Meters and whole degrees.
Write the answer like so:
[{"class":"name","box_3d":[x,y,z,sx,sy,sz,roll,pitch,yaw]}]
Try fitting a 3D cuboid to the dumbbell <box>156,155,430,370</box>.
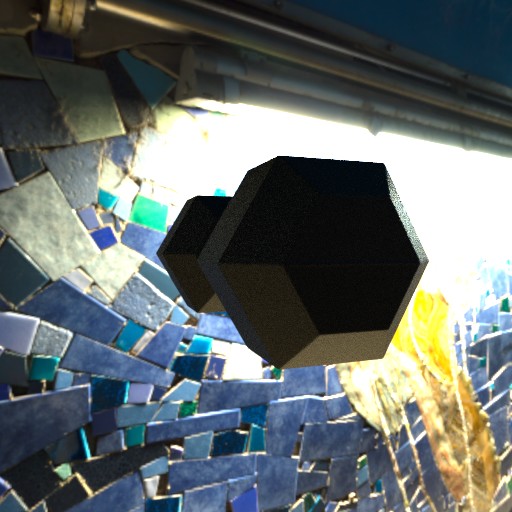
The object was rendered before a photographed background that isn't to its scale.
[{"class":"dumbbell","box_3d":[0.000,0.000,0.438,0.157,0.137,0.361,-1,2,-20]}]
